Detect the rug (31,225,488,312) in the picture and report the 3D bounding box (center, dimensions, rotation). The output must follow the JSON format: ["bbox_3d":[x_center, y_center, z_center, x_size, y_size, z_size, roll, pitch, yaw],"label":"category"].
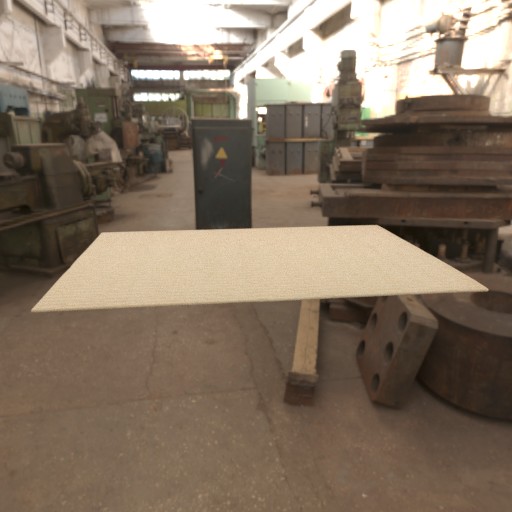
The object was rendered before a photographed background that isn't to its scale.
[{"bbox_3d":[0.000,0.000,2.348,1.848,0.014,1.238,-2,17,-7],"label":"rug"}]
